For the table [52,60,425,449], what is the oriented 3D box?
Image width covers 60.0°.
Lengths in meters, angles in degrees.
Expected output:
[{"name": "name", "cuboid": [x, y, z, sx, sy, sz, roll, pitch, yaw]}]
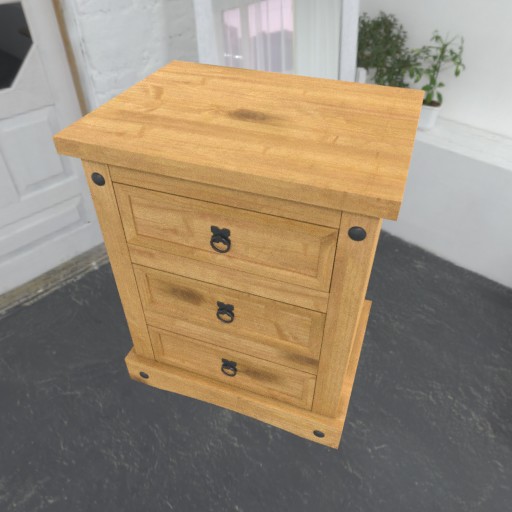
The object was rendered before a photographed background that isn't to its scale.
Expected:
[{"name": "table", "cuboid": [0.000, 0.000, 1.211, 0.660, 0.813, 0.500, 13, 42, 15]}]
